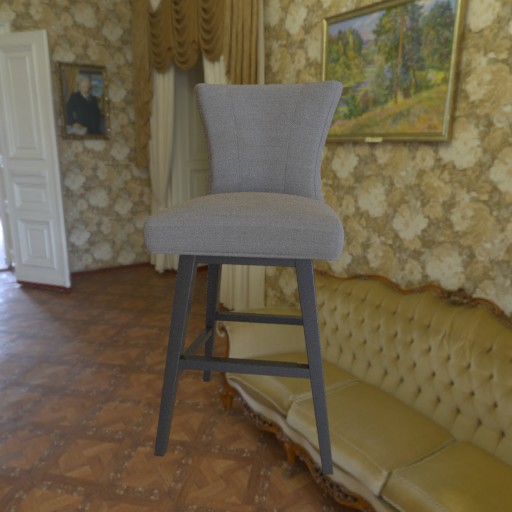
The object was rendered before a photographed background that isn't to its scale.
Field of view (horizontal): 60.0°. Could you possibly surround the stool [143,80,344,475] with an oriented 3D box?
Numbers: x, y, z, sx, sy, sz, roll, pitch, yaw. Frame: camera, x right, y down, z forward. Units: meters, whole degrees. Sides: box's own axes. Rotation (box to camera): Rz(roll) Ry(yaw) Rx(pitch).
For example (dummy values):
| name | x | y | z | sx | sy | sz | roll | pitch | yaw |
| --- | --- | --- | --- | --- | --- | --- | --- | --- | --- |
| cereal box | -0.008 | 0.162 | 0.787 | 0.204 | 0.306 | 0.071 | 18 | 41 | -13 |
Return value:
| name | x | y | z | sx | sy | sz | roll | pitch | yaw |
| --- | --- | --- | --- | --- | --- | --- | --- | --- | --- |
| stool | 0.000 | 0.000 | 1.391 | 0.514 | 1.086 | 0.574 | 2 | 14 | 8 |
